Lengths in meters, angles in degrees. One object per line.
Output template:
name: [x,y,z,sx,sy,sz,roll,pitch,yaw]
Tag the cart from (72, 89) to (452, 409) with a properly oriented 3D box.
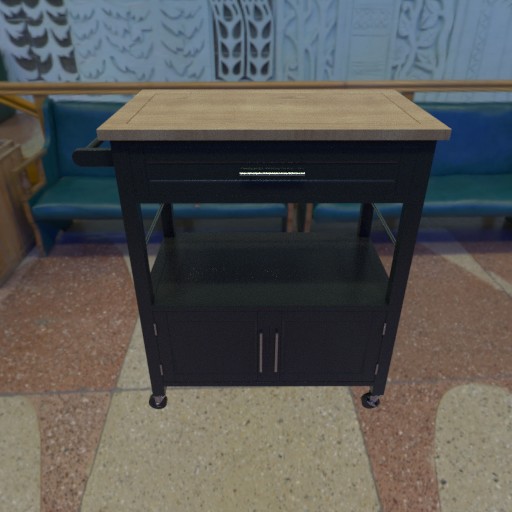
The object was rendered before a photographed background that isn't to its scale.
cart: [0.000,0.000,1.375,0.840,0.901,0.459,0,31,0]
